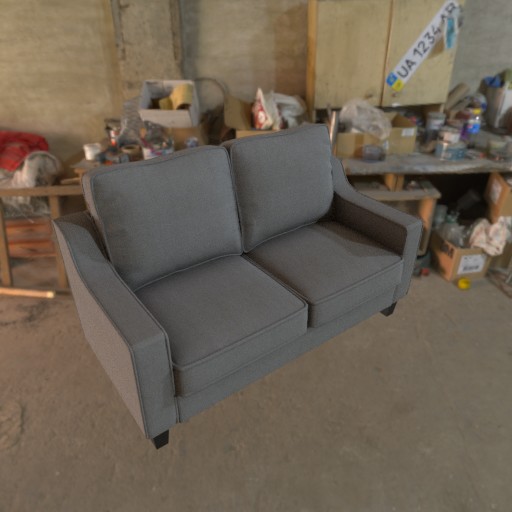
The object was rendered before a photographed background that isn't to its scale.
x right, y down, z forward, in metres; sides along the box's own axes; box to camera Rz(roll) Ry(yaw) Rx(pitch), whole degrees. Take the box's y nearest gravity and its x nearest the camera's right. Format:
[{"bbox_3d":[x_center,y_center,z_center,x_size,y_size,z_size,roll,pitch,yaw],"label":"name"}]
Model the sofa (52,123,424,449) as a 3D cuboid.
[{"bbox_3d":[0.000,0.000,2.046,1.500,0.948,0.791,-21,37,-31],"label":"sofa"}]
